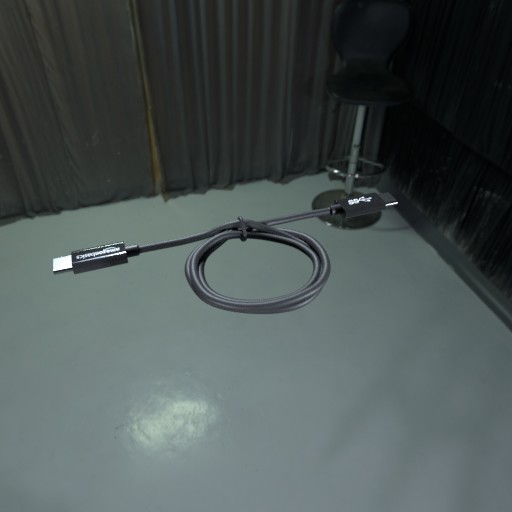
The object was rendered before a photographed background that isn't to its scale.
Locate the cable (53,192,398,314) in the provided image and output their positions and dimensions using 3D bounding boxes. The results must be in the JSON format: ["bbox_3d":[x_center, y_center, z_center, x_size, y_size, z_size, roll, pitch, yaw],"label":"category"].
[{"bbox_3d":[0.000,0.000,0.213,0.186,0.014,0.070,-13,42,-14],"label":"cable"}]
